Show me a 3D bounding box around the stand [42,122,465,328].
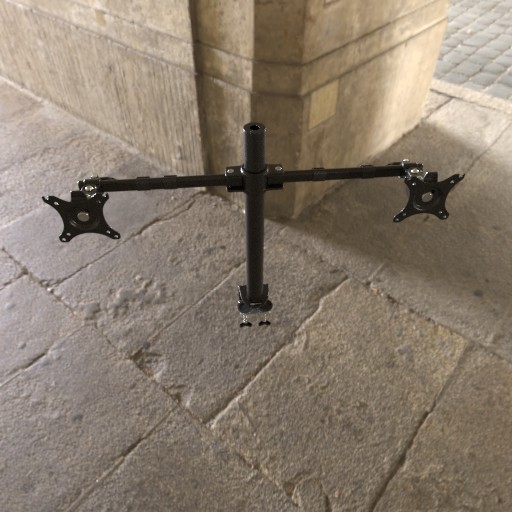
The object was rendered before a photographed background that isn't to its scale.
[{"bbox_3d":[0.000,0.000,1.003,0.743,0.603,0.150,-4,45,-4],"label":"stand"}]
